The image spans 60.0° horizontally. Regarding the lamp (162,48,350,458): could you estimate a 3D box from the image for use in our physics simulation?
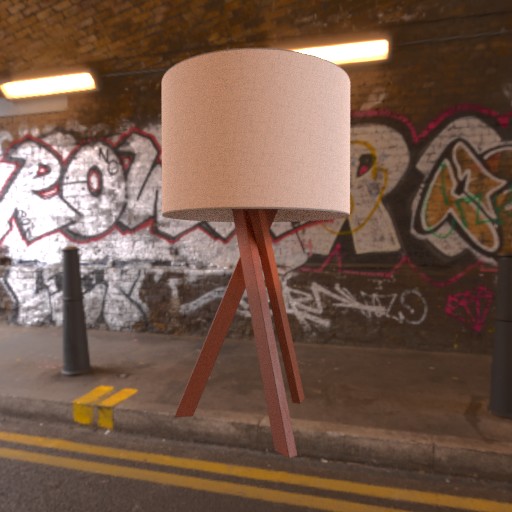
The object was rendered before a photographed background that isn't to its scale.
[{"bbox_3d":[0.000,0.000,0.918,0.380,0.686,0.380,-1,1,-36],"label":"lamp"}]
